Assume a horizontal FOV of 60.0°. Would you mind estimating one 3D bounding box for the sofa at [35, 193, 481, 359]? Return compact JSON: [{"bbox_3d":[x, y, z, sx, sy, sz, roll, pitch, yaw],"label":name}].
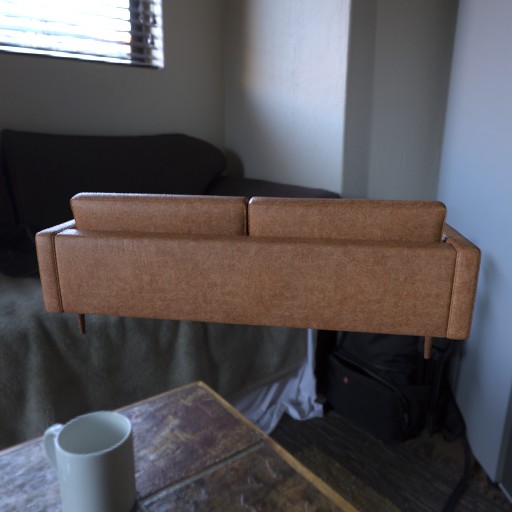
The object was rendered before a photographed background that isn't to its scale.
[{"bbox_3d":[0.000,0.000,2.606,2.200,0.770,0.919,2,16,8],"label":"sofa"}]
